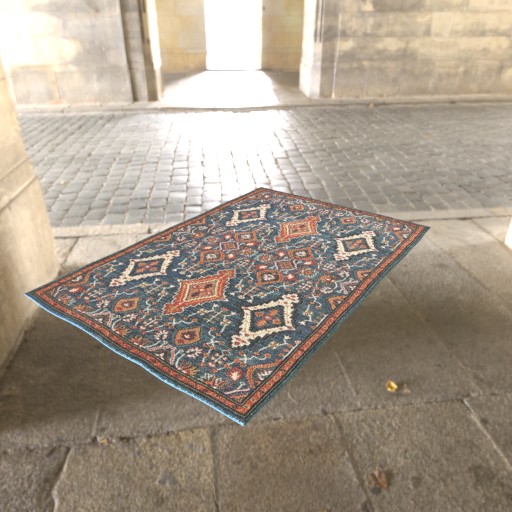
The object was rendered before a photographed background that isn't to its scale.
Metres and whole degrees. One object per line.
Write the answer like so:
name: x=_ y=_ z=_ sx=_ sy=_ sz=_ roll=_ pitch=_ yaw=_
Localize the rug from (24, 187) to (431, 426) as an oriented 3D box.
rug: x=0.000 y=0.000 z=2.976 sx=1.622 sy=0.009 sz=2.373 roll=19 pitch=33 yaw=32
